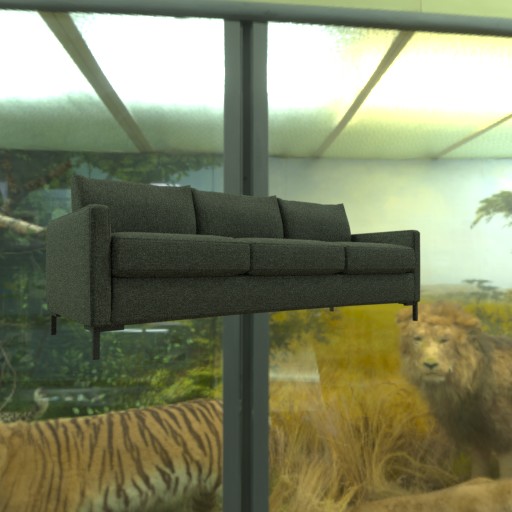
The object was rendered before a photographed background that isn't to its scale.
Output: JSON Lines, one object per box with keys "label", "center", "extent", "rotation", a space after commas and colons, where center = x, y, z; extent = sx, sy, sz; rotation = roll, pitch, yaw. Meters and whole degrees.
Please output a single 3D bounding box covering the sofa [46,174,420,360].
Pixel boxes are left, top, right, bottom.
{"label": "sofa", "center": [0.000, 0.000, 2.743], "extent": [2.253, 0.879, 0.876], "rotation": [1, -2, -36]}
